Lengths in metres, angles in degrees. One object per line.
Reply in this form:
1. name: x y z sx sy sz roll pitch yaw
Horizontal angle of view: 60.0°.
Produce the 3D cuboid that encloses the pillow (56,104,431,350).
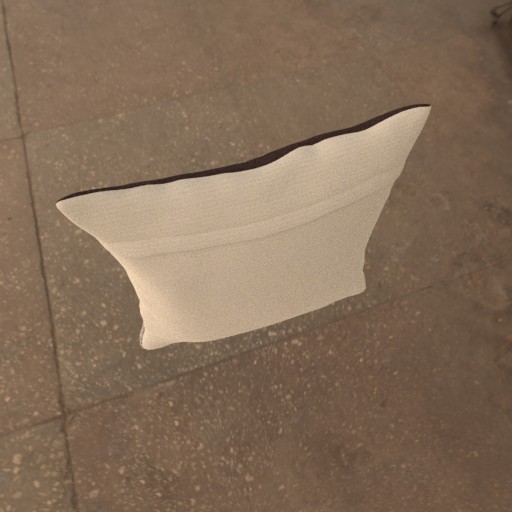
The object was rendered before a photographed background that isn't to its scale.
1. pillow: 0.000 0.000 0.718 0.475 0.473 0.178 -16 60 -9
